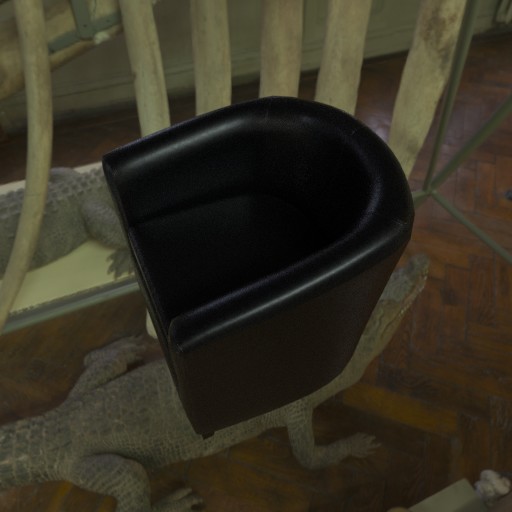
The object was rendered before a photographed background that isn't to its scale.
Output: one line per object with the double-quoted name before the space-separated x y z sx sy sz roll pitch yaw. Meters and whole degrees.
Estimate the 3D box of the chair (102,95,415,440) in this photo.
"chair" 0.000 0.000 1.412 0.727 0.756 0.793 -19 49 -17
